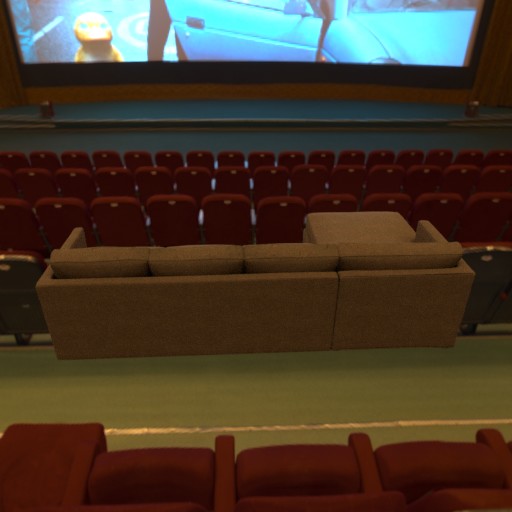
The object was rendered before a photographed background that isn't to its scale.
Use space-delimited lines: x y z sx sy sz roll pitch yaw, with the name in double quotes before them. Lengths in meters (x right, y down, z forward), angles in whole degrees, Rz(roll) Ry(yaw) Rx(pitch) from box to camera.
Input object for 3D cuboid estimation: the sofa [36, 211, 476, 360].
"sofa" 0.000 0.000 4.011 3.205 0.922 1.650 -1 30 -2
